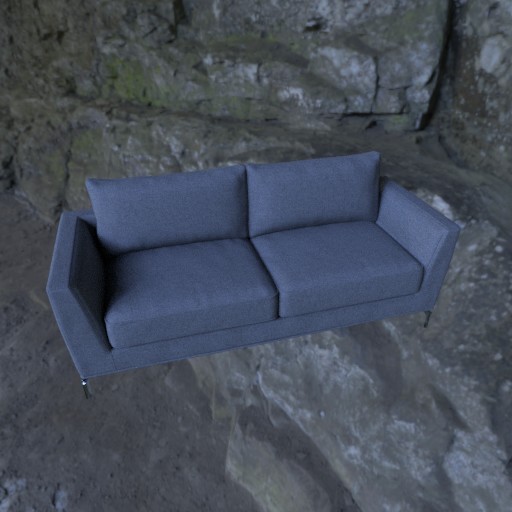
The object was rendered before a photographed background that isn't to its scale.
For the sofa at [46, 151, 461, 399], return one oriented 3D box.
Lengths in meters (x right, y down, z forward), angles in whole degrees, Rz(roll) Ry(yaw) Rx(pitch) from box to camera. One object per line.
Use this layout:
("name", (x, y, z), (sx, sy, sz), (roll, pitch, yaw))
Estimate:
("sofa", (0.000, 0.000, 2.716), (2.212, 1.002, 0.869), (-9, 32, -14))
